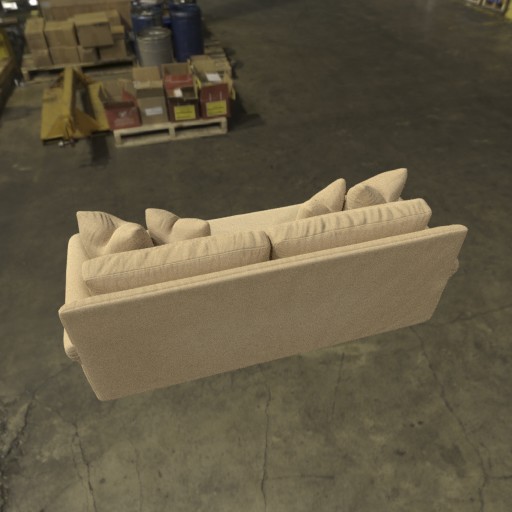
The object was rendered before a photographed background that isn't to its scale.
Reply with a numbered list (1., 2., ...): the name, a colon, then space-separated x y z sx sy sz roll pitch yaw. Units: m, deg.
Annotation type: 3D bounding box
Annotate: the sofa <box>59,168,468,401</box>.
1. sofa: 0.000 0.000 2.833 2.285 0.904 1.067 -11 44 -12
